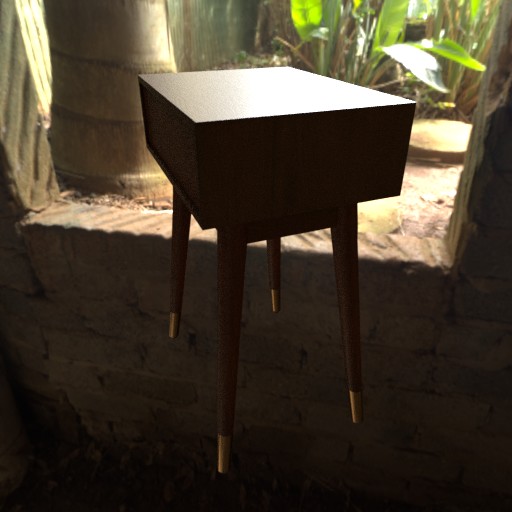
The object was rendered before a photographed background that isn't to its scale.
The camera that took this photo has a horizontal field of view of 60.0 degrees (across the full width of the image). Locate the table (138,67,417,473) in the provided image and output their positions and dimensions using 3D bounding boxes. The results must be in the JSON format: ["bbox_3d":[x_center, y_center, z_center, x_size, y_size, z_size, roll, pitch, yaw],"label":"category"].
[{"bbox_3d":[0.000,0.000,0.827,0.300,0.599,0.406,-11,32,-19],"label":"table"}]
